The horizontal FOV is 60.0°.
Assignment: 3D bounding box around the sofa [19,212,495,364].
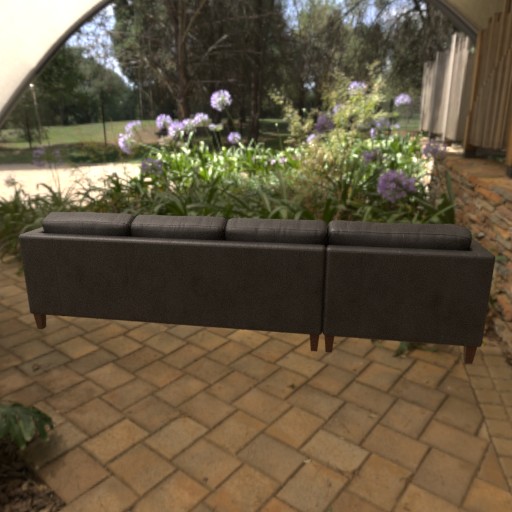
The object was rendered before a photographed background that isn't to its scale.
[{"bbox_3d":[0.000,0.000,3.743,3.203,0.883,1.581,3,16,9],"label":"sofa"}]
